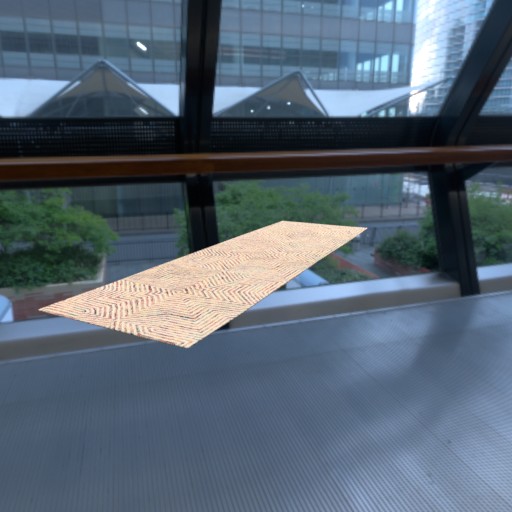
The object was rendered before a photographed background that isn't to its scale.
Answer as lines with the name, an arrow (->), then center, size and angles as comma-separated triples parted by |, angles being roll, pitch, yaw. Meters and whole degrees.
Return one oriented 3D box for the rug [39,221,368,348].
rug -> 0.000, 0.000, 2.713 | 0.771, 0.009, 2.443 | 7, 16, 27
